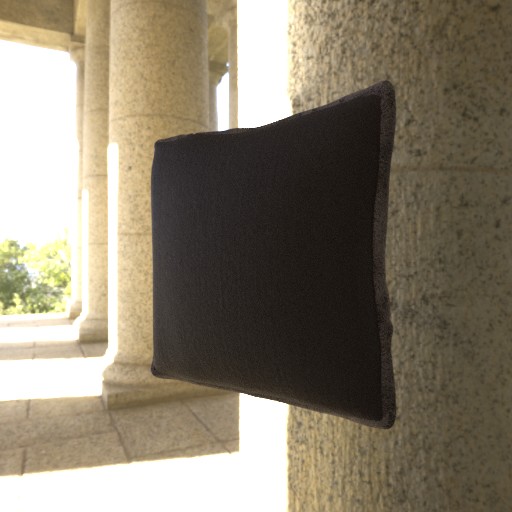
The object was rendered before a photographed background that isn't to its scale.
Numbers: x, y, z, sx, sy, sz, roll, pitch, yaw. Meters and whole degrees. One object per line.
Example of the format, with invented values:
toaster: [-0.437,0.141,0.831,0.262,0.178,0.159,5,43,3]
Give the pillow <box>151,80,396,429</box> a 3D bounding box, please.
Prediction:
pillow: [0.000,0.000,0.809,0.522,0.520,0.204,0,0,35]
